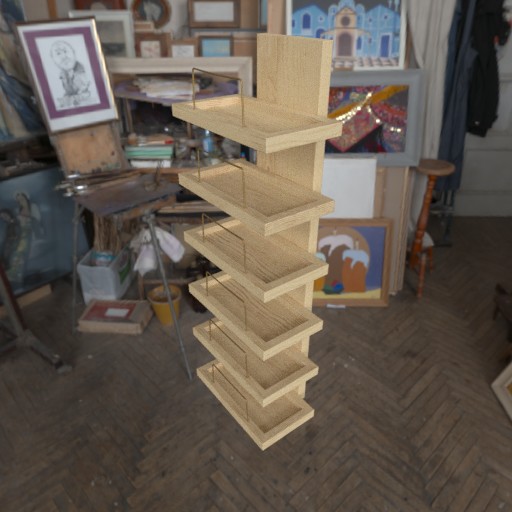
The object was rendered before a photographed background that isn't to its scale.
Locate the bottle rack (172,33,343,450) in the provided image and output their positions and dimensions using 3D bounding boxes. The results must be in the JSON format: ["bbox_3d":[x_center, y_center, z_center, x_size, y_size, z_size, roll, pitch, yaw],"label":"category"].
[{"bbox_3d":[0.000,0.000,1.069,0.206,0.943,0.330,-21,37,-31],"label":"bottle rack"}]
